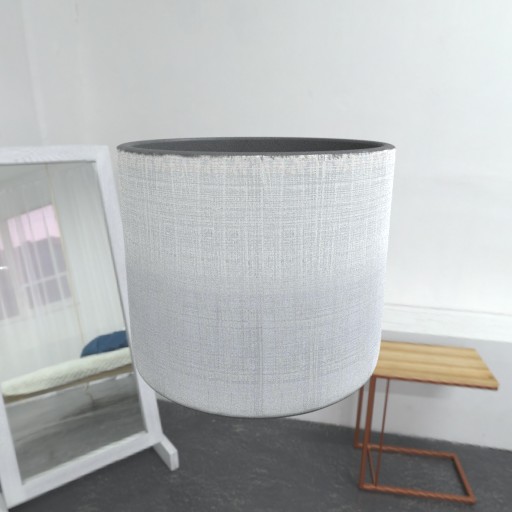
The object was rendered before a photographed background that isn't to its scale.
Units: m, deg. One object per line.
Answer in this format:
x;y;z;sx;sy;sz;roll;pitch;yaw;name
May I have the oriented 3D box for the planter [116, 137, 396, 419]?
0.000;0.000;0.444;0.254;0.221;0.254;0;17;0;planter
